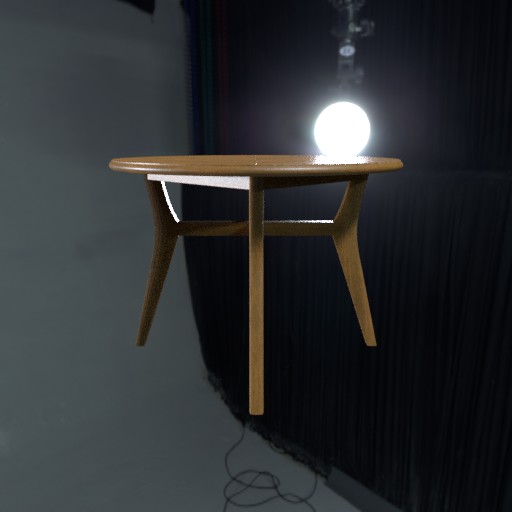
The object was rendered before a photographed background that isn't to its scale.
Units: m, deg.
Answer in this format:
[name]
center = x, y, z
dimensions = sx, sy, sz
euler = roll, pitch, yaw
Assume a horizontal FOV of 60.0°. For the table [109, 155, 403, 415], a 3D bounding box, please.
[table]
center = 0.000, 0.000, 1.759
dimensions = 1.055, 0.757, 1.055
euler = 0, 14, 0
